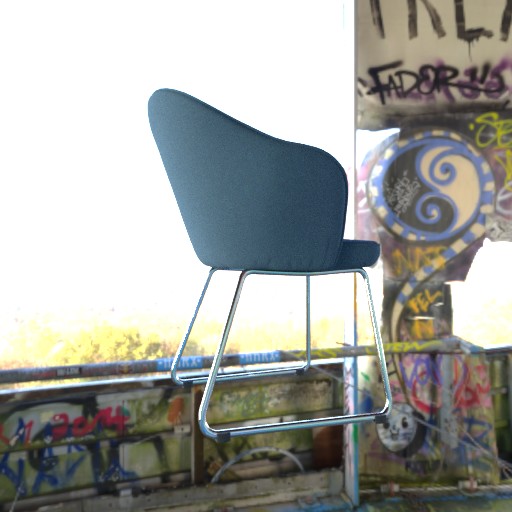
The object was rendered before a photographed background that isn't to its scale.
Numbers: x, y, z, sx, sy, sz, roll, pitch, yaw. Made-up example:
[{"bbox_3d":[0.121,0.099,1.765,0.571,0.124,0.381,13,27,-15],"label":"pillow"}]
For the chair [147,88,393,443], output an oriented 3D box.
[{"bbox_3d":[0.000,0.000,1.230,0.585,0.815,0.570,0,0,-19],"label":"chair"}]
